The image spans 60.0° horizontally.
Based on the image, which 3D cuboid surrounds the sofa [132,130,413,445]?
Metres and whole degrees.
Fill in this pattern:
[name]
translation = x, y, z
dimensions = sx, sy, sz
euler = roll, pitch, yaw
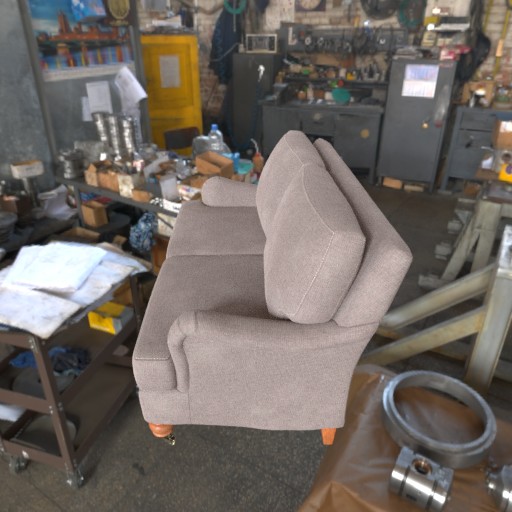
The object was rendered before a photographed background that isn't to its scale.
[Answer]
[sofa]
translation = 0.000, 0.000, 2.557
dimensions = 1.084, 1.101, 1.853
euler = -1, 28, -2
